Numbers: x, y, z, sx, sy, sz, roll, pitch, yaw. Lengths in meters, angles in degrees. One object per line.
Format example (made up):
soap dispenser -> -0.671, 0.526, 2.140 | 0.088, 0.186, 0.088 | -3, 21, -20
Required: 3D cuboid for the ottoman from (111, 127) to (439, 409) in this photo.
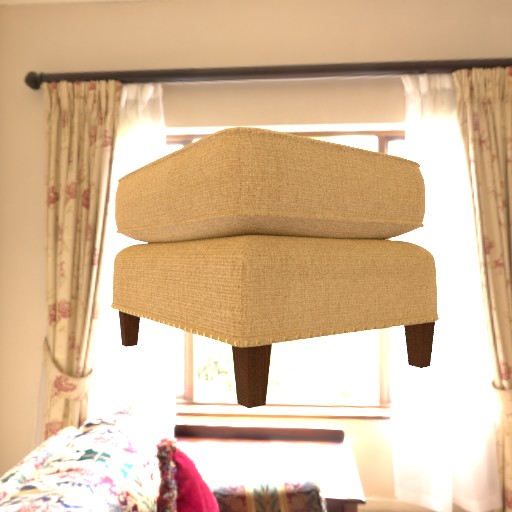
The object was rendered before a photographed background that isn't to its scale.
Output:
ottoman -> 0.000, 0.000, 1.200 | 0.589, 0.537, 0.738 | 0, 0, -35
